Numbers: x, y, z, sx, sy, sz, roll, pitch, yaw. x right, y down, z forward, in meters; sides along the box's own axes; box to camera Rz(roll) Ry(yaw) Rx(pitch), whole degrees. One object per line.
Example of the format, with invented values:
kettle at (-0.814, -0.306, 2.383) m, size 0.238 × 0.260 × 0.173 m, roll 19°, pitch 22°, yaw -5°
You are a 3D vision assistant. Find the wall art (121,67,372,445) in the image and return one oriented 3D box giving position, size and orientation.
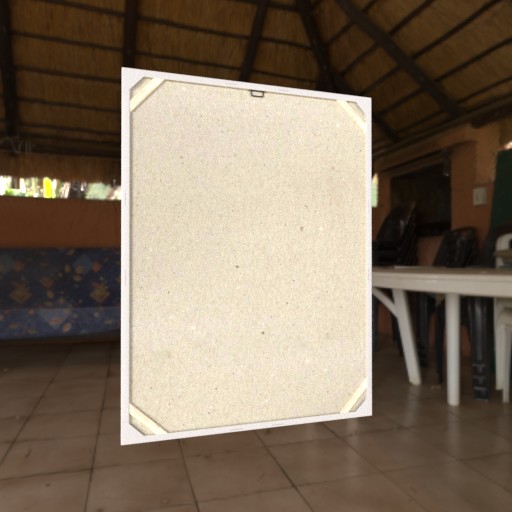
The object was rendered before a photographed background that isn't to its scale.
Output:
wall art at (0.000, 0.000, 1.573) m, size 0.914 × 1.212 × 0.038 m, roll 0°, pitch 0°, yaw -17°
